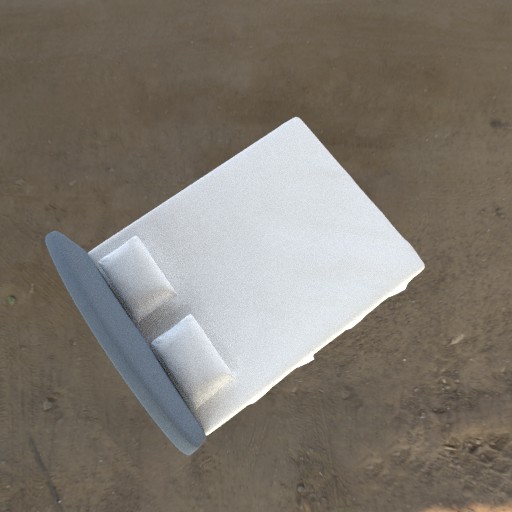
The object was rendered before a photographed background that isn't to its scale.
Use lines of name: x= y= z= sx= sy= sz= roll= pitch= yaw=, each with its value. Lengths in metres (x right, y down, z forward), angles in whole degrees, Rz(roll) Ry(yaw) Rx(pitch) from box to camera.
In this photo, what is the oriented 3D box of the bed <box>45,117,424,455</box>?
bed: x=0.000 y=0.000 z=3.018 sx=2.005 sy=1.410 sz=1.607 roll=-35 pitch=78 yaw=-9
